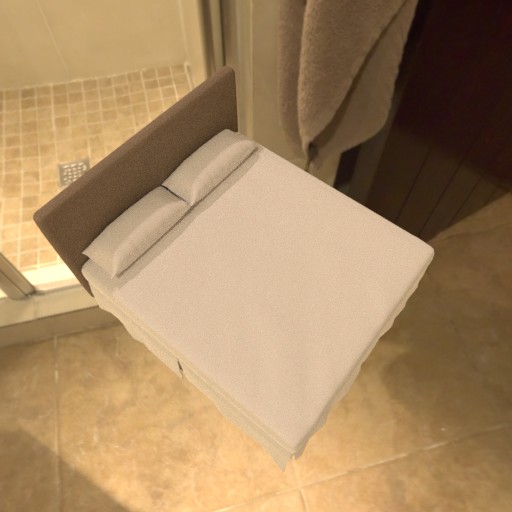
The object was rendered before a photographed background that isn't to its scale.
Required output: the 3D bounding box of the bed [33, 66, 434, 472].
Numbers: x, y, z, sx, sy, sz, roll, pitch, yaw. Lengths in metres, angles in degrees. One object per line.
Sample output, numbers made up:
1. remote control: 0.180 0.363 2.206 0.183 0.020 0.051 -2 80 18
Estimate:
1. bed: 0.000 0.000 3.572 2.341 1.317 2.119 35 66 18
